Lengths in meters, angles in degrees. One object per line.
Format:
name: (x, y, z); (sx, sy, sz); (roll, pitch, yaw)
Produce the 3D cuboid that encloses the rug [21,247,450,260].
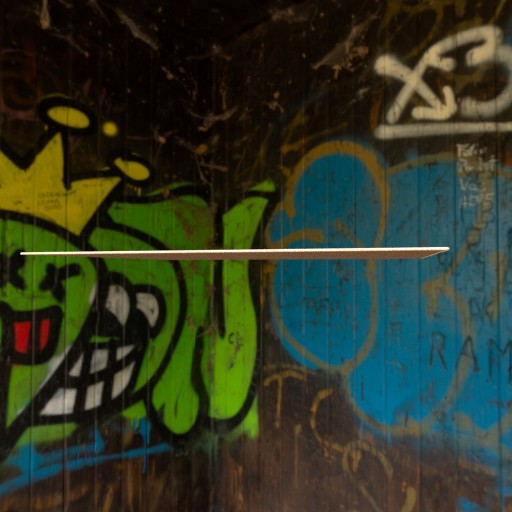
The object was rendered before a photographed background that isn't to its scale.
rug: (0.000, 0.000, 4.125); (3.050, 0.015, 2.441); (0, -2, 17)
